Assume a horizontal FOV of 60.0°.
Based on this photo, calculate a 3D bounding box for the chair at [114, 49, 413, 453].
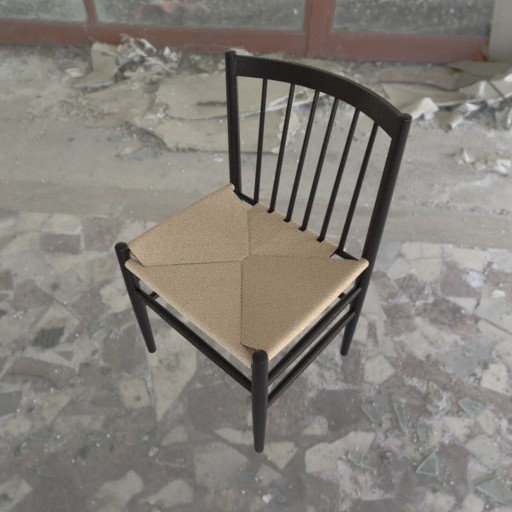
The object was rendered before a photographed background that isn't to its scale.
[{"bbox_3d":[0.000,0.000,1.142,0.495,0.818,0.516,33,54,28],"label":"chair"}]
